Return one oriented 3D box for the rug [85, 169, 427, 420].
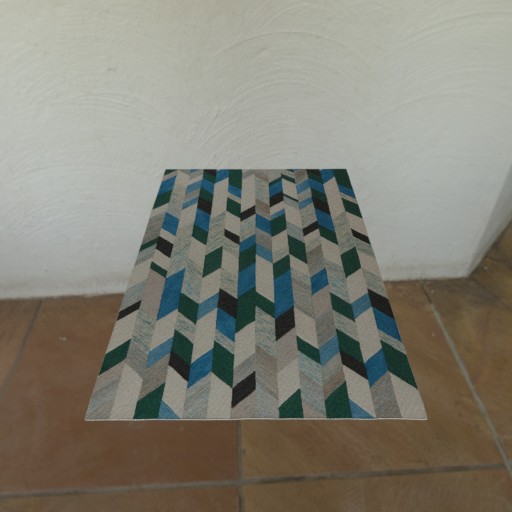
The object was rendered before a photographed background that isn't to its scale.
[{"bbox_3d":[0.000,0.000,2.281,1.229,0.005,1.827,0,40,0],"label":"rug"}]
